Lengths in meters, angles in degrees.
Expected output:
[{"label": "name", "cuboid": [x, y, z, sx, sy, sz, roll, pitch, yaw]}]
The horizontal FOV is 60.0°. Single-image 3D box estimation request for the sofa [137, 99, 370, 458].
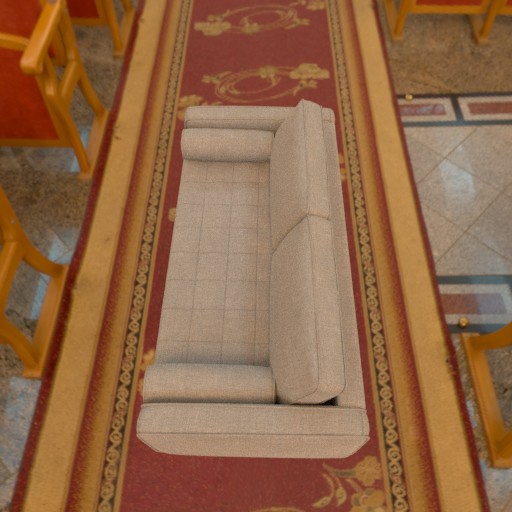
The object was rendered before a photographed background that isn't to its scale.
[{"label": "sofa", "cuboid": [0.000, 0.000, 2.311, 0.914, 0.762, 1.879, 1, 58, 1]}]
